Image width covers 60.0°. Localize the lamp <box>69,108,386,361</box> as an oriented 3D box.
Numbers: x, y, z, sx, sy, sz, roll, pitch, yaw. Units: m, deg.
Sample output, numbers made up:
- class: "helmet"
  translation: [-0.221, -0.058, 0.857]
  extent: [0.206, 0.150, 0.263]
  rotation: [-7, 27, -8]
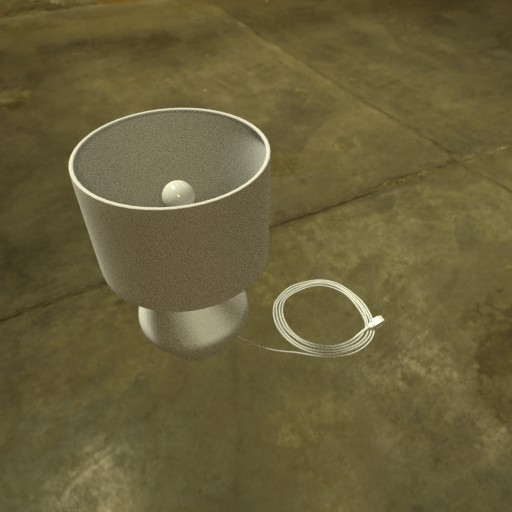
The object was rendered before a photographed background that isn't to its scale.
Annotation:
- class: "lamp"
  translation: [0.000, 0.000, 0.843]
  extent: [0.546, 0.457, 0.401]
  rotation: [13, 44, 13]
